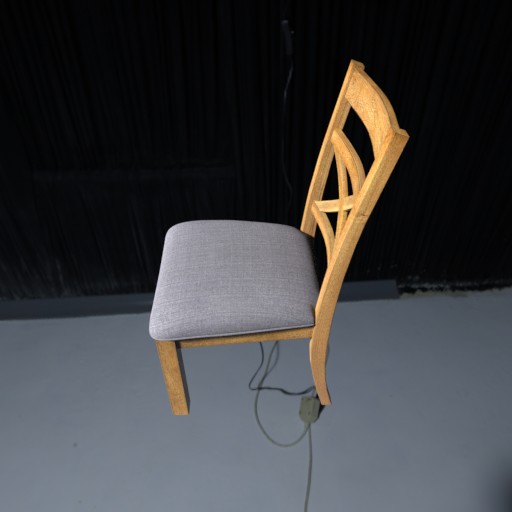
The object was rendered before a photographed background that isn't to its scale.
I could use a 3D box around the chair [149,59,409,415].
[{"bbox_3d":[0.000,0.000,1.273,0.581,0.949,0.470,-1,41,-1],"label":"chair"}]
